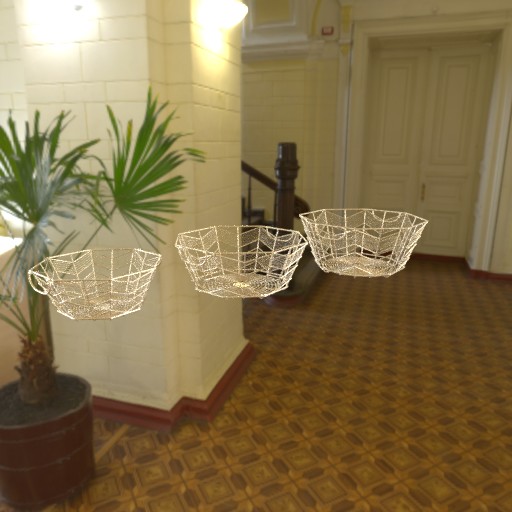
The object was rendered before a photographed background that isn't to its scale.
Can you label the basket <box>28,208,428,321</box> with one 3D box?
[{"bbox_3d":[0.000,0.000,1.360,1.246,0.178,0.432,-7,16,-27],"label":"basket"}]
